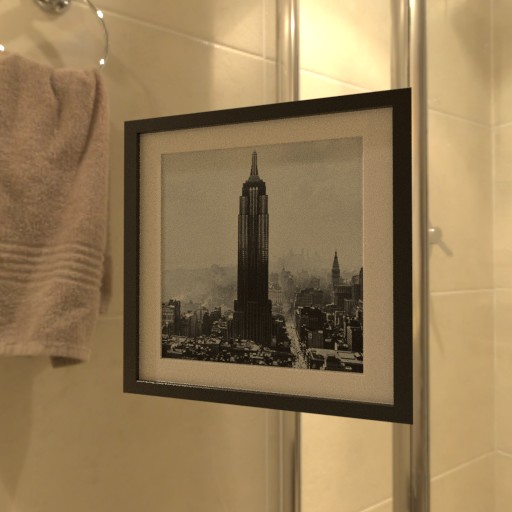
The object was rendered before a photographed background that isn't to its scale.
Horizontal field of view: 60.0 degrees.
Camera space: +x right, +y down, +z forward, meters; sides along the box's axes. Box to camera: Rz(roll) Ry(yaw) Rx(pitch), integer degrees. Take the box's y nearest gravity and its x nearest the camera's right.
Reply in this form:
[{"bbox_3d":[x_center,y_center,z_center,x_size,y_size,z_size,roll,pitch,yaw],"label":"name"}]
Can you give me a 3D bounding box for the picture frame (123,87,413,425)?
[{"bbox_3d":[0.000,0.000,0.533,0.355,0.353,0.029,0,-1,19],"label":"picture frame"}]
